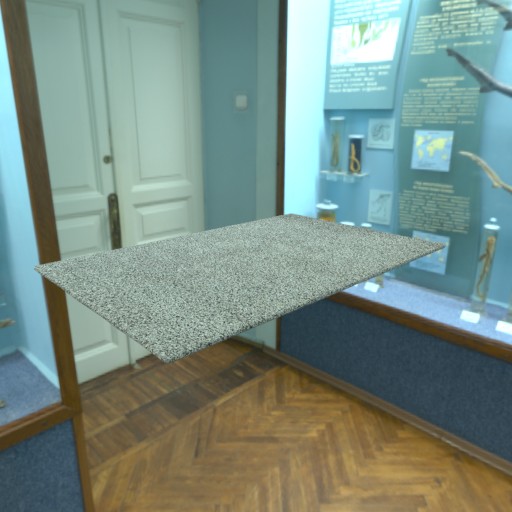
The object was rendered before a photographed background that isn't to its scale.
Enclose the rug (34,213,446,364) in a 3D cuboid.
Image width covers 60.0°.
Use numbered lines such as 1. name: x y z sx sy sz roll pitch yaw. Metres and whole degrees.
1. rug: 0.000 0.000 3.469 2.743 0.030 1.778 -16 23 -41
